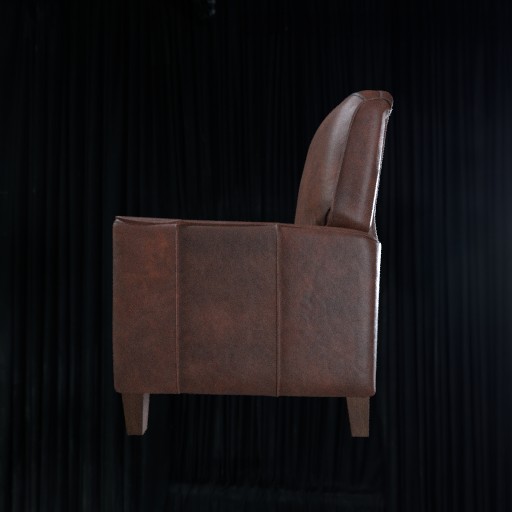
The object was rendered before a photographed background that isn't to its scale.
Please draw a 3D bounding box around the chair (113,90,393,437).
[{"bbox_3d":[0.000,0.000,1.650,0.836,1.043,0.843,0,1,2],"label":"chair"}]
